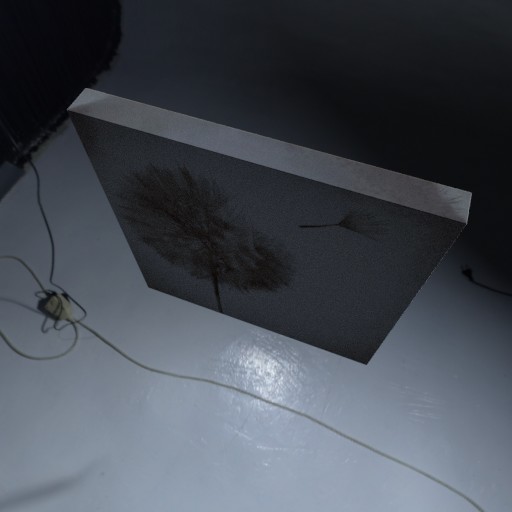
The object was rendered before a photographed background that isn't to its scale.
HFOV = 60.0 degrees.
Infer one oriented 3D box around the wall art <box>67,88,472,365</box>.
[{"bbox_3d":[0.000,0.000,0.452,0.303,0.303,0.028,18,61,11],"label":"wall art"}]
